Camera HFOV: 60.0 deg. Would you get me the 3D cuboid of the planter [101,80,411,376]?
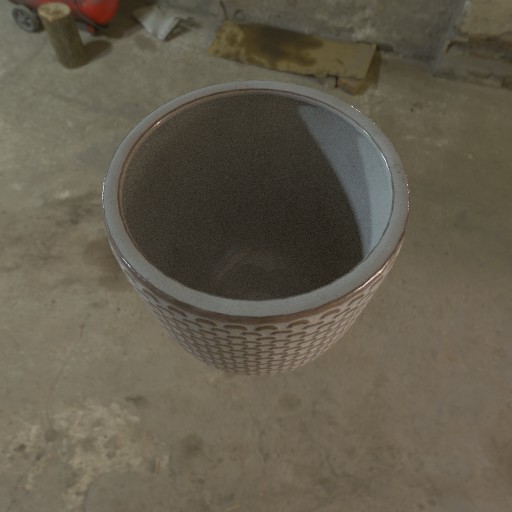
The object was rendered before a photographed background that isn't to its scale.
[{"bbox_3d":[0.000,0.000,0.361,0.197,0.191,0.197,0,58,0],"label":"planter"}]
